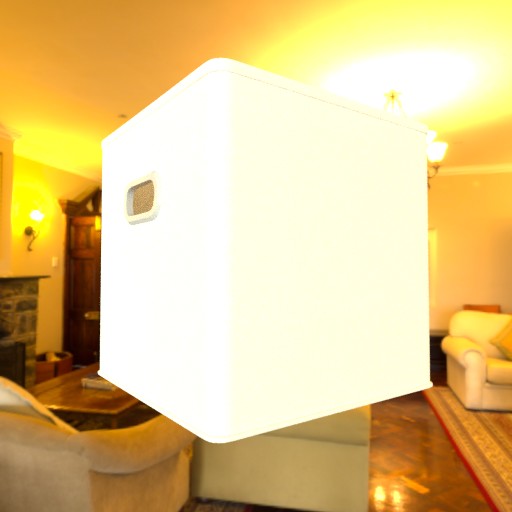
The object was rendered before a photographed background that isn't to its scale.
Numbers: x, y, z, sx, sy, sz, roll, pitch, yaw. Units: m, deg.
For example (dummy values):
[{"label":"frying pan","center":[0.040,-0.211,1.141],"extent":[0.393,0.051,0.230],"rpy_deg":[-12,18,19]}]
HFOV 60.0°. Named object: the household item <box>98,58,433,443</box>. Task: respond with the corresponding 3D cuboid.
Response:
[{"label":"household item","center":[0.000,0.000,0.554],"extent":[0.305,0.305,0.305],"rpy_deg":[1,-2,-36]}]
